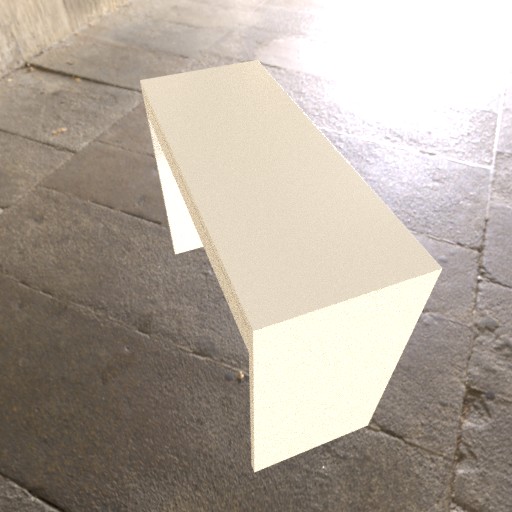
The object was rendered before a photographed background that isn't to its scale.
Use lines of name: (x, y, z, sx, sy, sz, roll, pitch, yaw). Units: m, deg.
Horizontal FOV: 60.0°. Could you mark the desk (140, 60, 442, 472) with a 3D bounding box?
desk: (0.000, 0.000, 1.431, 0.400, 0.790, 1.000, -16, 50, -14)
